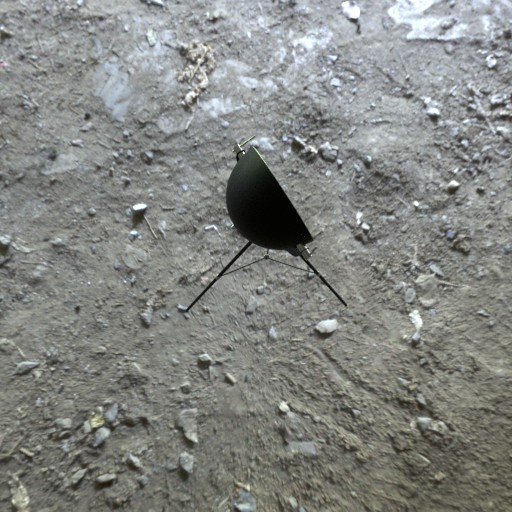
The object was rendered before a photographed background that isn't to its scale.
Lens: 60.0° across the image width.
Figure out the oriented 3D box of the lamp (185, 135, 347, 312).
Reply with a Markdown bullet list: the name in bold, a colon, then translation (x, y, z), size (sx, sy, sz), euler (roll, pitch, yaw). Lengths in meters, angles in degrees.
- **lamp**: translation (0.000, 0.000, 2.068), size (0.920, 1.512, 0.817), euler (-30, 78, -7)
